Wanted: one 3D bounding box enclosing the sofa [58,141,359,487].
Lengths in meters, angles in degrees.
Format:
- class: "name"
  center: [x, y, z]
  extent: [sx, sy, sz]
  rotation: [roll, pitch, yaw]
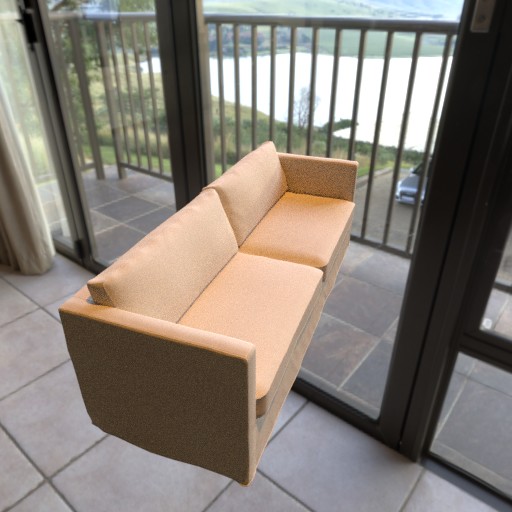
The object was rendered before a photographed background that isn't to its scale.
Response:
- class: "sofa"
  center: [0.000, 0.000, 3.249]
  extent: [1.036, 0.999, 2.779]
  rotation: [11, 32, 18]
